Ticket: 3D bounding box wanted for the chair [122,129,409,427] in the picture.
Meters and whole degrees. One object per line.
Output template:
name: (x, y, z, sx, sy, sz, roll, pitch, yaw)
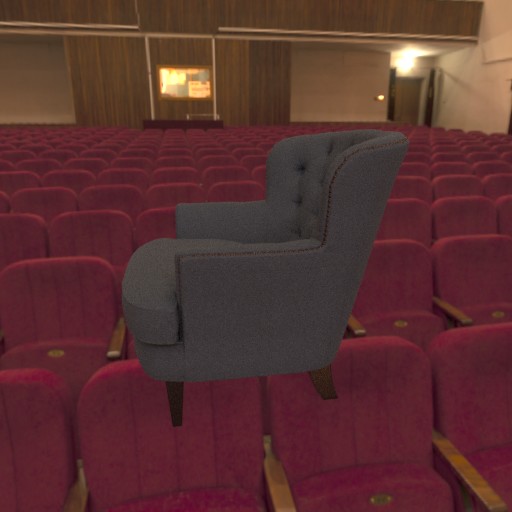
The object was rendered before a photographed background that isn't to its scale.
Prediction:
chair: (0.000, 0.000, 1.579, 0.906, 0.868, 0.848, -3, 16, -9)
